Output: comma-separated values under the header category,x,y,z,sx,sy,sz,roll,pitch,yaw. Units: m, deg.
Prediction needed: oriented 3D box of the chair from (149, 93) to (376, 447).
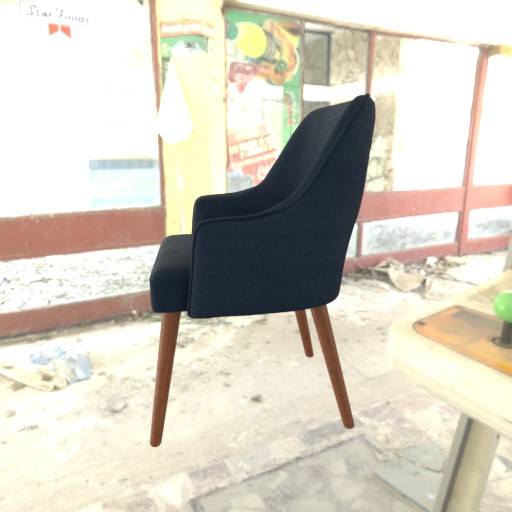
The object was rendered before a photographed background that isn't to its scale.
category,x,y,z,sx,sy,sz,roll,pitch,yaw
chair,0.000,0.000,1.248,0.591,0.844,0.559,-2,14,-8
